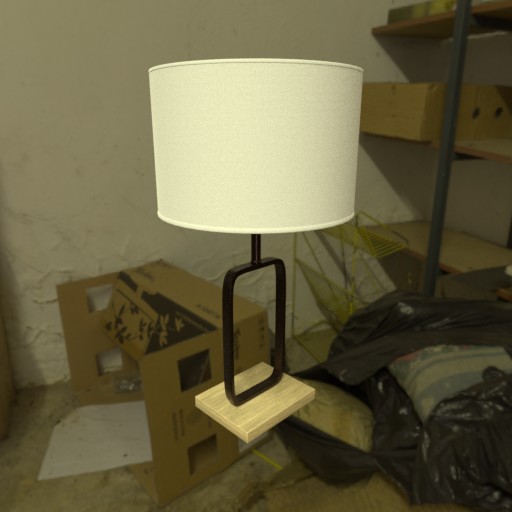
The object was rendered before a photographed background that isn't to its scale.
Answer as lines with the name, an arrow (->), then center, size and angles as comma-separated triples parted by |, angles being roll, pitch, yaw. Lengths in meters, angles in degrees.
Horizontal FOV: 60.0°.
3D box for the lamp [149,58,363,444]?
lamp -> 0.000, 0.000, 0.662 | 0.279, 0.508, 0.279 | -16, 23, -42
